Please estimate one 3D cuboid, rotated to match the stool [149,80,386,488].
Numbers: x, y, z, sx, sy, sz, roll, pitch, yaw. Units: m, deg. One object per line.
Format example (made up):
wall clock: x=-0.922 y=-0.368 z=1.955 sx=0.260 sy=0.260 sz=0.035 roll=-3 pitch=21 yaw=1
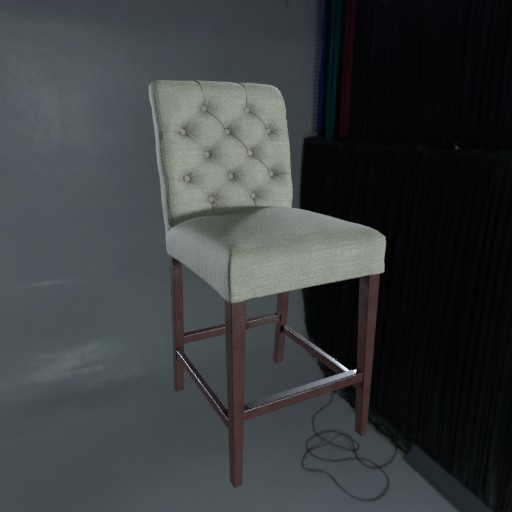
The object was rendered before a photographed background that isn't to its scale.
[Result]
stool: x=0.000 y=0.000 z=1.416 sx=0.486 sy=1.084 sz=0.660 roll=-9 pitch=19 yaw=-27
